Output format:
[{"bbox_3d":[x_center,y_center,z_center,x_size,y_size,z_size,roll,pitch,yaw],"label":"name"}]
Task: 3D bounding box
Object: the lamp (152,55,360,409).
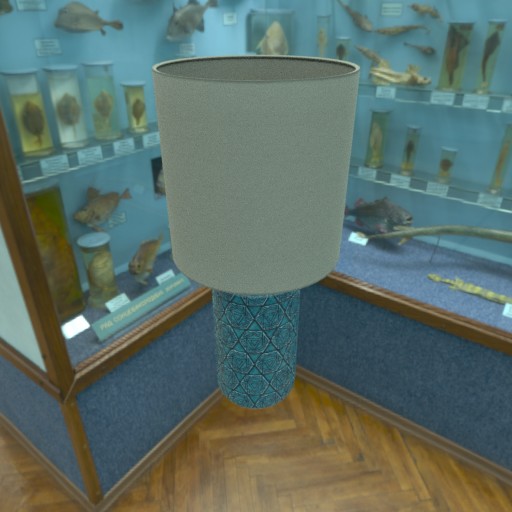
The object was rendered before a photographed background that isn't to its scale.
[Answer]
[{"bbox_3d":[0.000,0.000,0.751,0.278,0.597,0.278,22,36,33],"label":"lamp"}]
